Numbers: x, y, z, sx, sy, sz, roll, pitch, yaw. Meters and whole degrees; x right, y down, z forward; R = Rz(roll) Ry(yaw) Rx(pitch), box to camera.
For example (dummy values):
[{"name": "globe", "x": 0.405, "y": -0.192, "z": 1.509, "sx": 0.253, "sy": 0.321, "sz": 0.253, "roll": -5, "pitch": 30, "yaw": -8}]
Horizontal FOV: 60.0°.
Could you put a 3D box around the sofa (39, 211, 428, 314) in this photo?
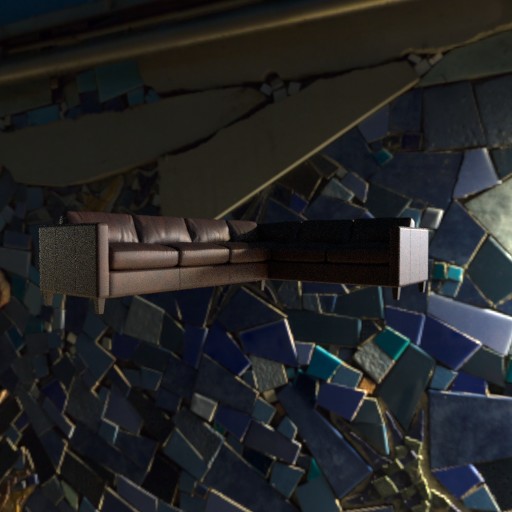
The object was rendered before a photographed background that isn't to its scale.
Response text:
[{"name": "sofa", "x": 0.000, "y": 0.000, "z": 4.426, "sx": 2.438, "sy": 0.836, "sz": 3.152, "roll": 1, "pitch": 2, "yaw": 37}]
